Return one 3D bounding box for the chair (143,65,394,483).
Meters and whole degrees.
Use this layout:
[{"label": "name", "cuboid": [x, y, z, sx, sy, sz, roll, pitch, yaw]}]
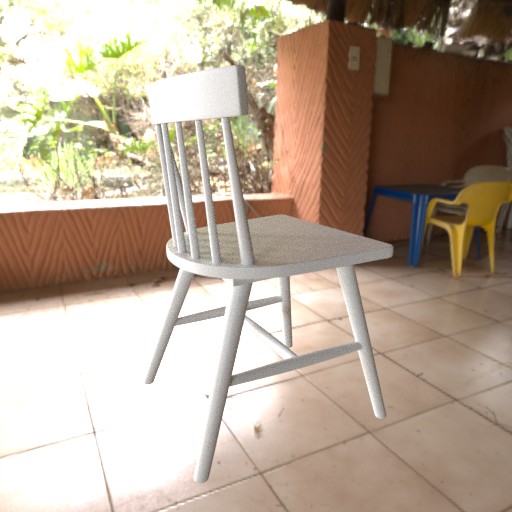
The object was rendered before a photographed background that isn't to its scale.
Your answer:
[{"label": "chair", "cuboid": [0.000, 0.000, 1.086, 0.500, 0.787, 0.483, -8, 17, -27]}]
